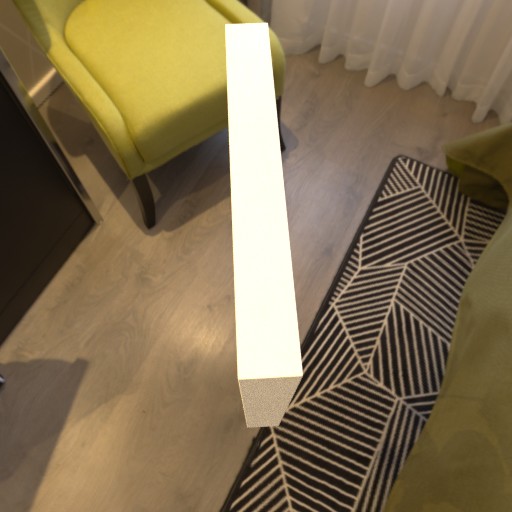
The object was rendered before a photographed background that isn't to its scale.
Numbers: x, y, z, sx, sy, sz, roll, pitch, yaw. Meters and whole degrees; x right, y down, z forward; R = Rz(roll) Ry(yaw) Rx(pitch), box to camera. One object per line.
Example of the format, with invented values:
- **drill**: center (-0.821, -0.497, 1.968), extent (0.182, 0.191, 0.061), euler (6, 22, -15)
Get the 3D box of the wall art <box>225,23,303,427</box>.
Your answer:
- **wall art**: center (0.000, 0.000, 0.458), extent (0.038, 0.305, 0.305), euler (-3, 64, -1)
